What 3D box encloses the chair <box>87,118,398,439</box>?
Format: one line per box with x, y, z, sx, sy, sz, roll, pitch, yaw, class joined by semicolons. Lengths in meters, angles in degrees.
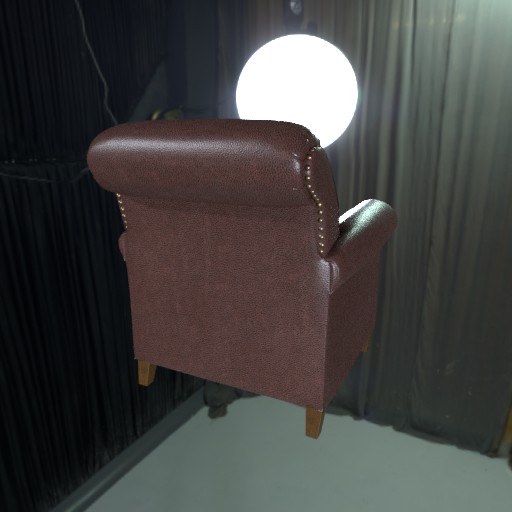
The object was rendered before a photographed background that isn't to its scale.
0.000;0.000;1.593;0.854;0.927;0.890;8;17;25;chair
